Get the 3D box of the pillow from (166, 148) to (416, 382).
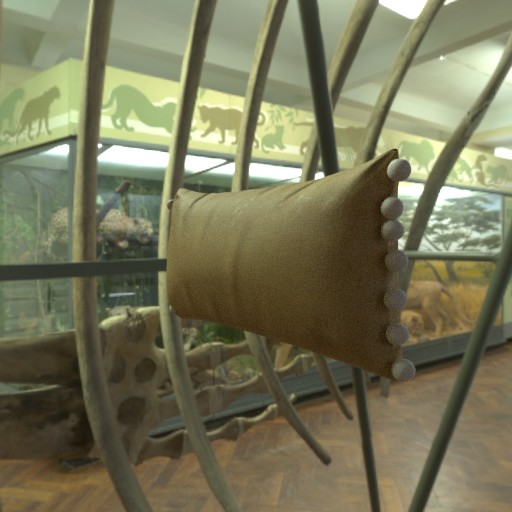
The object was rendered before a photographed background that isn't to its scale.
[{"bbox_3d":[0.000,0.000,0.842,0.201,0.322,0.709,-1,2,-35],"label":"pillow"}]
